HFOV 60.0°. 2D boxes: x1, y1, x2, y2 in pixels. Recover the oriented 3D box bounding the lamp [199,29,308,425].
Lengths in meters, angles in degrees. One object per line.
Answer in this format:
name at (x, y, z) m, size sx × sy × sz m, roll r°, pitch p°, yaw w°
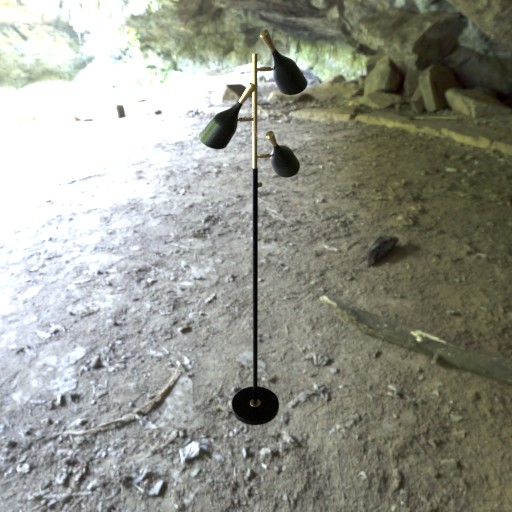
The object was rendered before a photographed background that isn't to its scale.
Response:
lamp at (0.000, 0.000, 1.956) m, size 0.434 × 1.778 × 0.253 m, roll -8°, pitch 27°, yaw -15°
